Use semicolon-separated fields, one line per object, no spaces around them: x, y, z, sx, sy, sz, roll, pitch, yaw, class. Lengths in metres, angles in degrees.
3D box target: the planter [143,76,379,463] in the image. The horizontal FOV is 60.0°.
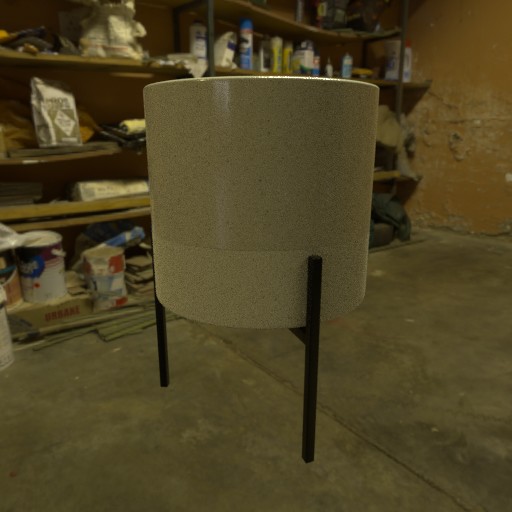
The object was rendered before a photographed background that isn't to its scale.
0.000;0.000;0.326;0.159;0.230;0.152;2;16;8;planter
